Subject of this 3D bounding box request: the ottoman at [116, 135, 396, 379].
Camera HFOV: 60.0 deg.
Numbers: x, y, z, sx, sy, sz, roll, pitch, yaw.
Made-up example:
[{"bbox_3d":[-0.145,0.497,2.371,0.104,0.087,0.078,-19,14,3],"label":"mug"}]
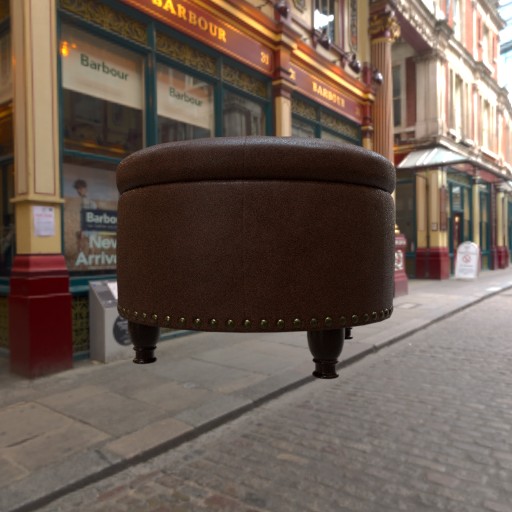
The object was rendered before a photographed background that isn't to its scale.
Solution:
[{"bbox_3d":[0.000,0.000,1.060,0.637,0.442,0.637,0,1,0],"label":"ottoman"}]
